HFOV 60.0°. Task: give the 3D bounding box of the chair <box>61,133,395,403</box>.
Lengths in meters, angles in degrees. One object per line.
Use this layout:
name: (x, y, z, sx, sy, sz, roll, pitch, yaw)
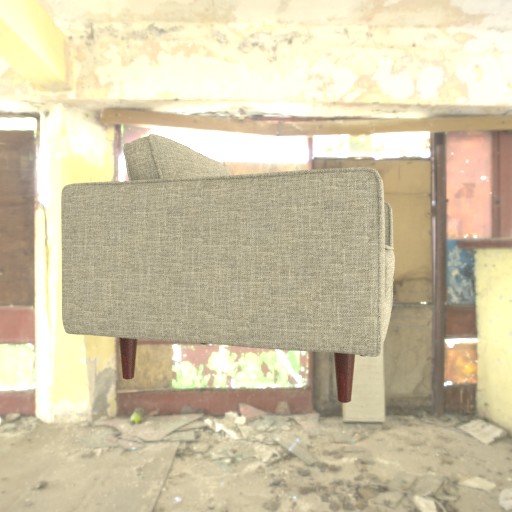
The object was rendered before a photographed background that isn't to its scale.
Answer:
chair: (0.000, 0.000, 1.540, 0.914, 0.765, 0.889, 0, 0, 19)
